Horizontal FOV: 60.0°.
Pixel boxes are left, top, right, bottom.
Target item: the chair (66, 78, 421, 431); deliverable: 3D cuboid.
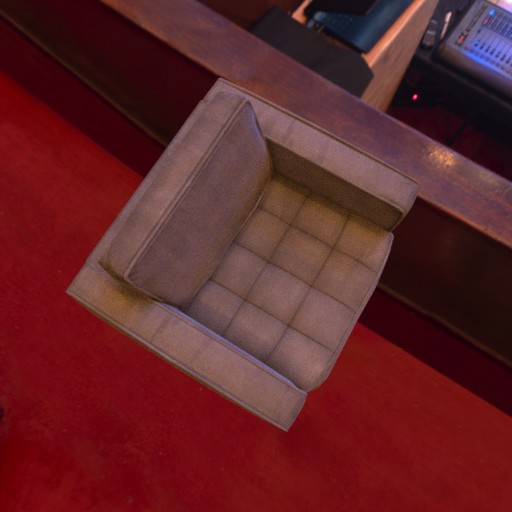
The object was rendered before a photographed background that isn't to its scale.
[{"bbox_3d":[0.000,0.000,1.567,0.843,0.773,0.928,30,77,7],"label":"chair"}]
